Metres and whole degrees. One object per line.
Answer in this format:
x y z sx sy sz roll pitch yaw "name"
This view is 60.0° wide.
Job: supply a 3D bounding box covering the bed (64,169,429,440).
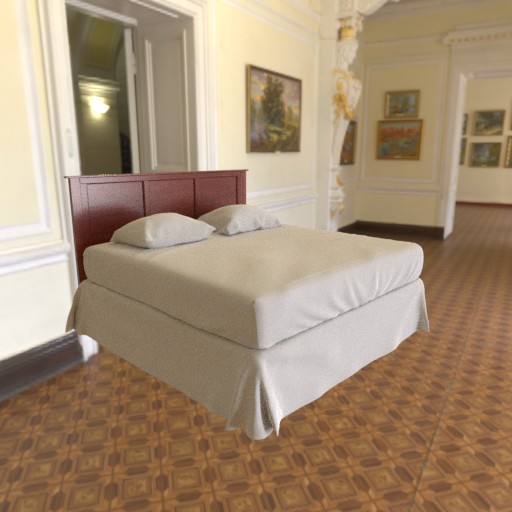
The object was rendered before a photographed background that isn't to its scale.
0.000 0.000 3.587 2.219 1.271 2.314 12 18 42 "bed"
